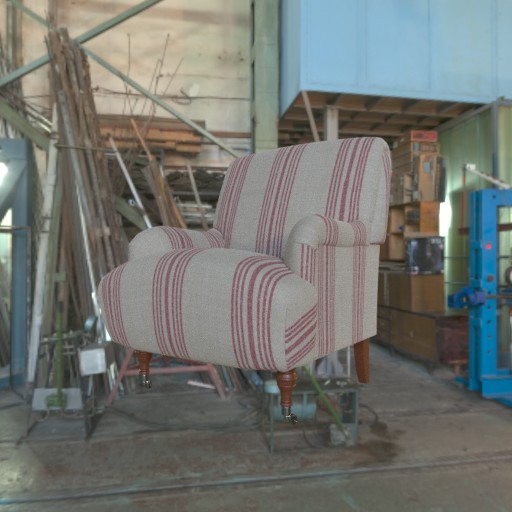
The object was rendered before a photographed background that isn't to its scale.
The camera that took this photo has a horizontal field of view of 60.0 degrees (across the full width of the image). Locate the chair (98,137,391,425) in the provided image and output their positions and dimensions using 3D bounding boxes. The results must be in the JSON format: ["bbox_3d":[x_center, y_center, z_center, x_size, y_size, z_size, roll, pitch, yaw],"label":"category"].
[{"bbox_3d":[0.000,0.000,1.923,0.933,1.123,1.058,0,0,35],"label":"chair"}]
